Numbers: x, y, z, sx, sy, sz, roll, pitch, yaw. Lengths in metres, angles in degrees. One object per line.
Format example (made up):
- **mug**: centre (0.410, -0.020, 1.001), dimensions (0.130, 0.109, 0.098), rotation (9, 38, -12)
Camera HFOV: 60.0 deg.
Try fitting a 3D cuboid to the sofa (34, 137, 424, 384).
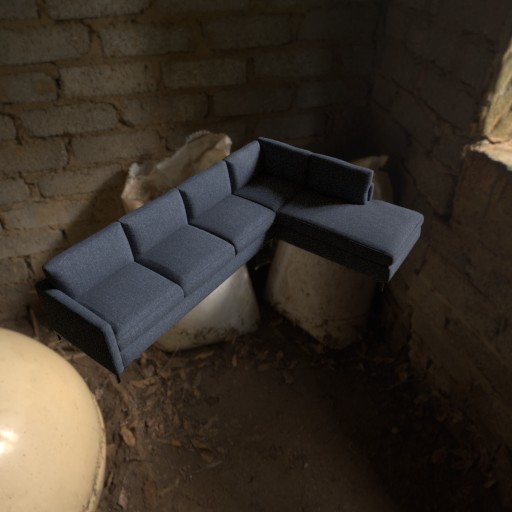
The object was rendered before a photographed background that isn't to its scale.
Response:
- **sofa**: centre (0.000, 0.000, 3.869), dimensions (2.007, 0.815, 2.949), rotation (24, 45, 27)
